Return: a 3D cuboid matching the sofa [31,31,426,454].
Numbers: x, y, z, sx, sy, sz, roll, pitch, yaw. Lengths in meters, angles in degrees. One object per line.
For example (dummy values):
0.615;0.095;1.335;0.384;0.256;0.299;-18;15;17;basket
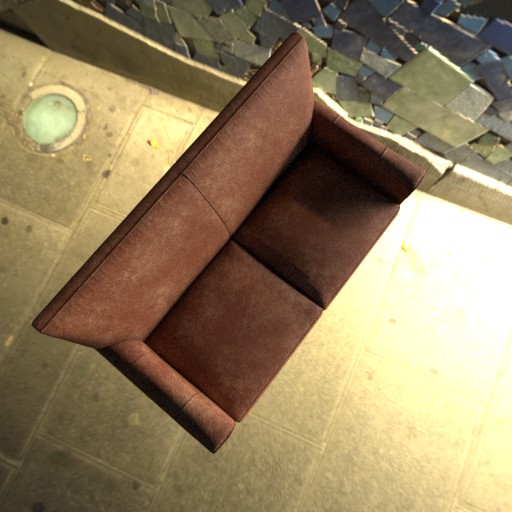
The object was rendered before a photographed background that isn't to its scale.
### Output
0.000;0.000;1.985;0.787;0.871;1.473;38;80;8;sofa
